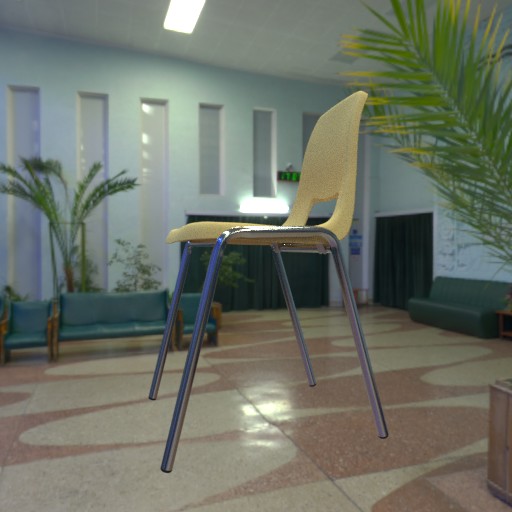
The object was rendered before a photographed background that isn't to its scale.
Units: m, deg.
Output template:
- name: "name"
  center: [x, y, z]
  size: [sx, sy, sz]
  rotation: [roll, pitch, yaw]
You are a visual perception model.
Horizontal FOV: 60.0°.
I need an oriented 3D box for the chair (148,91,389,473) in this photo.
- name: "chair"
  center: [0.000, 0.000, 0.956]
  size: [0.436, 0.704, 0.381]
  rotation: [0, 1, -17]
